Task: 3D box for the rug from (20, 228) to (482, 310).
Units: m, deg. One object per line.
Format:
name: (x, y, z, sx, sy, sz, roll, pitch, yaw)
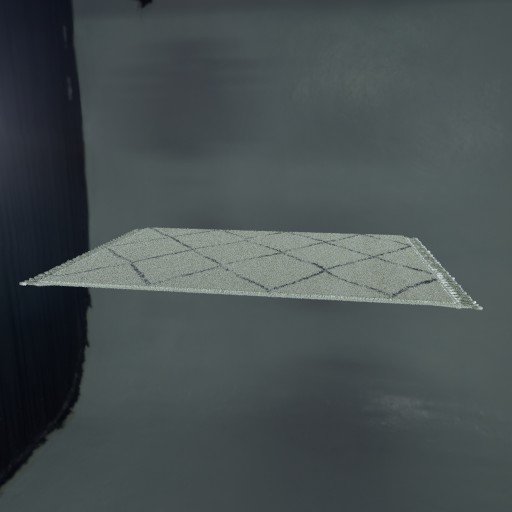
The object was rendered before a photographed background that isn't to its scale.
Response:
rug: (0.000, 0.000, 2.886, 2.307, 0.031, 1.494, 2, 15, 9)
